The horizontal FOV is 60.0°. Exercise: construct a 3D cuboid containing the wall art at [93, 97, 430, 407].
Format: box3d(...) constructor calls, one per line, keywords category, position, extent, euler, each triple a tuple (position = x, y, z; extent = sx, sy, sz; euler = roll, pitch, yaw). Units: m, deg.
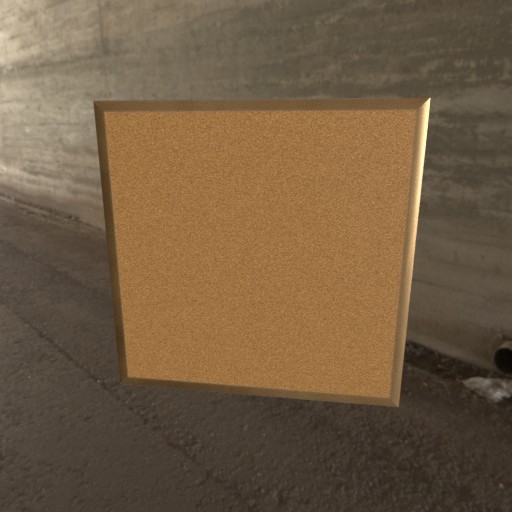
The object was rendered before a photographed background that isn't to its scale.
box3d(category="wall art", position=(0.000, 0.000, 0.457), extent=(0.305, 0.303, 0.038), euler=(2, 16, 8))
